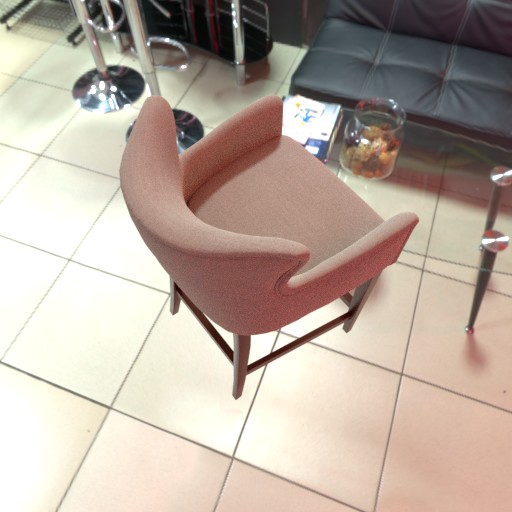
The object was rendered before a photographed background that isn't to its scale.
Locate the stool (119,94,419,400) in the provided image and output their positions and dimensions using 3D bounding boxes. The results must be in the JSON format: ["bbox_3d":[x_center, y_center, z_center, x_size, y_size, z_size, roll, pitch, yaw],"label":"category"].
[{"bbox_3d":[0.000,0.000,1.415,0.637,0.987,0.615,-32,64,-18],"label":"stool"}]
